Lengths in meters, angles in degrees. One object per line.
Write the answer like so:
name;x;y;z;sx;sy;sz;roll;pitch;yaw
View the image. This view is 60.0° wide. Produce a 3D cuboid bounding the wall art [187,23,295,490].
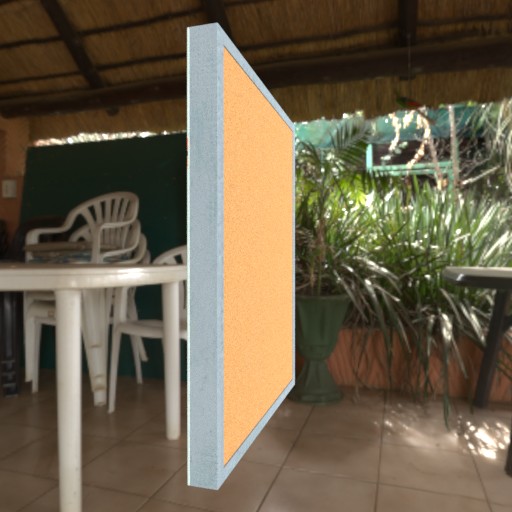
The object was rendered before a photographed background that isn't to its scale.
wall art;0.000;0.000;0.683;0.037;0.509;0.409;0;0;17
